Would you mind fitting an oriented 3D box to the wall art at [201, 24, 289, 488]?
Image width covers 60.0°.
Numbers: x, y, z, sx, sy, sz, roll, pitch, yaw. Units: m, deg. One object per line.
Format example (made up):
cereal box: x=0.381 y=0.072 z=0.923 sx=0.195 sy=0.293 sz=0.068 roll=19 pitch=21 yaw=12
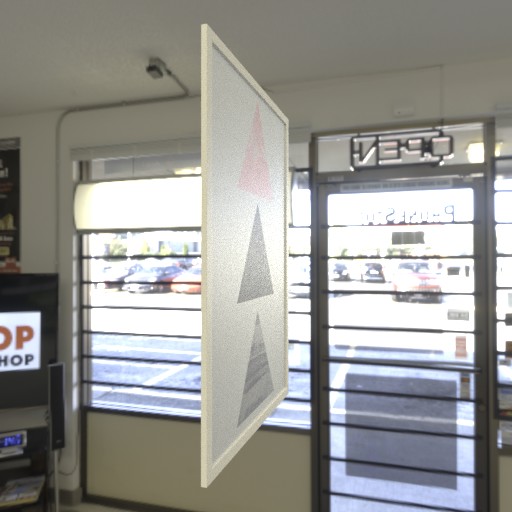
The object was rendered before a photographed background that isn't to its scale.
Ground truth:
wall art: x=0.000 y=0.000 z=1.211 sx=0.013 sy=0.940 sz=0.659 roll=0 pitch=0 yaw=19
